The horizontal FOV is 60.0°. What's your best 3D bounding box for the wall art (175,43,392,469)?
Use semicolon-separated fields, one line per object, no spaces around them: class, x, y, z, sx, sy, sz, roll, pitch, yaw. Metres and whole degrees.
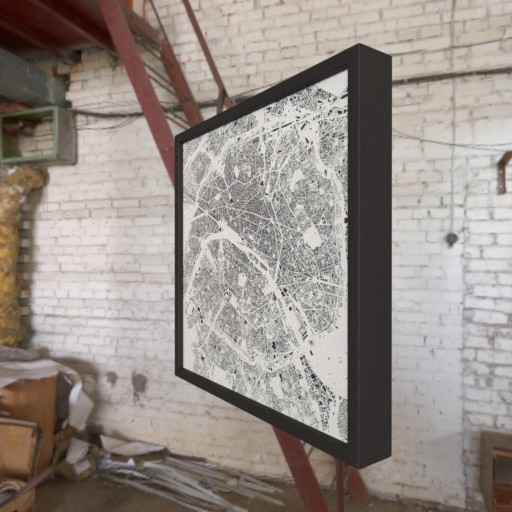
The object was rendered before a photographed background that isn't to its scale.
wall art;0.000;0.000;0.450;0.037;0.305;0.305;0;0;-36
